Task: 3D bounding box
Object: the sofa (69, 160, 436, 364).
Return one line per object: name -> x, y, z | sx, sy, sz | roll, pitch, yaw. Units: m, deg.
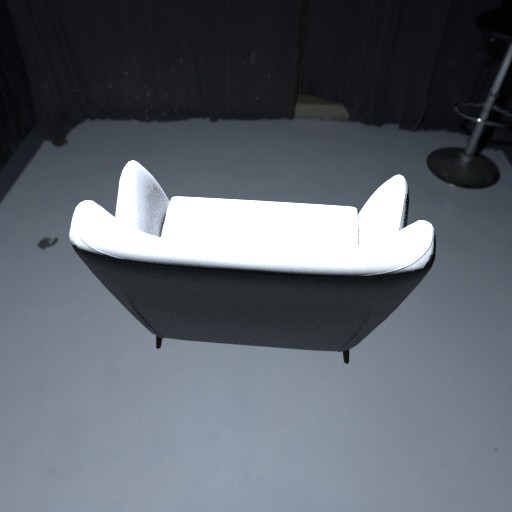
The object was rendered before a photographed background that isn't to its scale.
sofa -> 0.000, 0.000, 2.065 | 1.424, 0.878, 0.921 | 4, 47, 4
